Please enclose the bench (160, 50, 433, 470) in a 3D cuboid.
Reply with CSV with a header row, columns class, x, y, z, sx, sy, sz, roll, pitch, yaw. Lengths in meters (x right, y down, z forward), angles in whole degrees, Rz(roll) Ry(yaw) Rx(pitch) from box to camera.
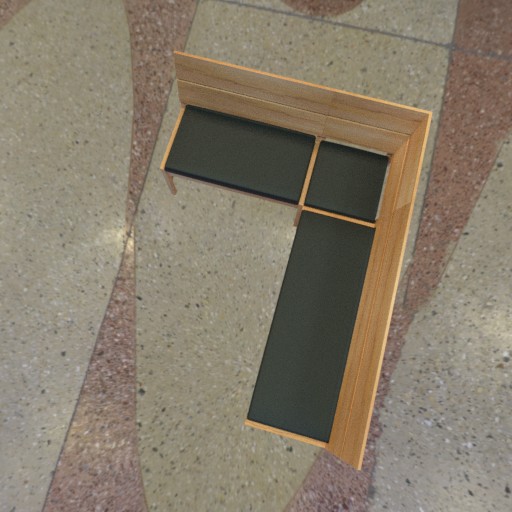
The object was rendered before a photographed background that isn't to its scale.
class,x,y,z,sx,sy,sz,roll,pitch,yaw
bench,0.000,0.000,2.768,1.548,0.890,1.948,15,76,4
